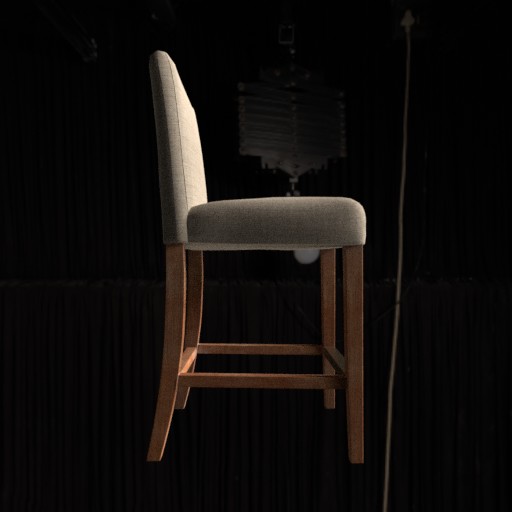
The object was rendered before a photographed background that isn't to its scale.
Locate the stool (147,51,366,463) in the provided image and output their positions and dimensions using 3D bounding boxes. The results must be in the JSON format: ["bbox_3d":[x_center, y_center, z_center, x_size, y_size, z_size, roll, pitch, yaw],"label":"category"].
[{"bbox_3d":[0.000,0.000,1.325,0.567,1.039,0.454,0,0,0],"label":"stool"}]
